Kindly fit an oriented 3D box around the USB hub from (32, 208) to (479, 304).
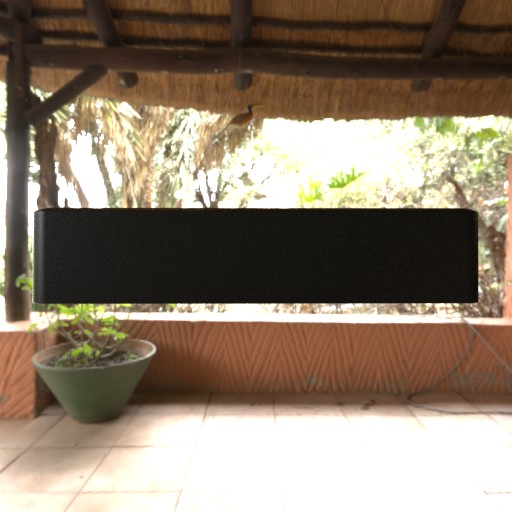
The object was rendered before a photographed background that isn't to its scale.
[{"bbox_3d":[0.000,0.000,0.127,0.110,0.023,0.044,0,0,-1],"label":"USB hub"}]
